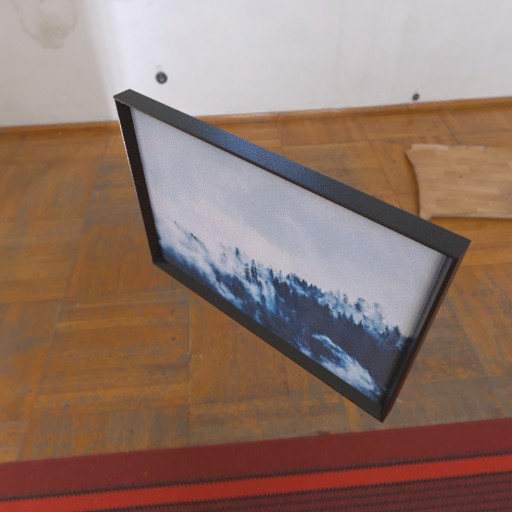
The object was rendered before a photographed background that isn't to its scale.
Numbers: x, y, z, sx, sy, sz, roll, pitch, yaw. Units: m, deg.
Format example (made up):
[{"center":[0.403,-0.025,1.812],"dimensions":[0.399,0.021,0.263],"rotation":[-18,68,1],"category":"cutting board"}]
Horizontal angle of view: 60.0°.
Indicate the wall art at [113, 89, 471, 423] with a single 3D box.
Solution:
[{"center":[0.000,0.000,1.202],"dimensions":[0.939,0.640,0.058],"rotation":[31,53,27],"category":"wall art"}]
